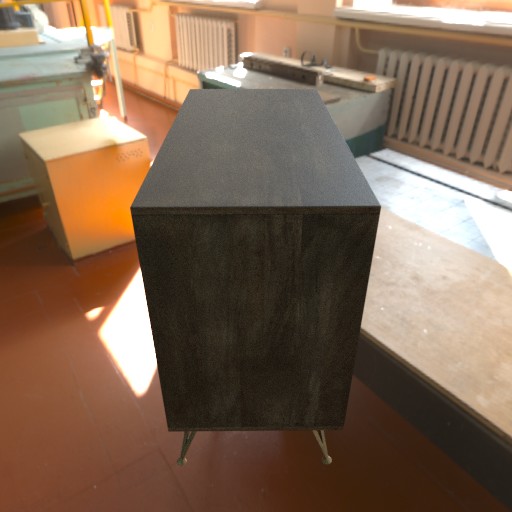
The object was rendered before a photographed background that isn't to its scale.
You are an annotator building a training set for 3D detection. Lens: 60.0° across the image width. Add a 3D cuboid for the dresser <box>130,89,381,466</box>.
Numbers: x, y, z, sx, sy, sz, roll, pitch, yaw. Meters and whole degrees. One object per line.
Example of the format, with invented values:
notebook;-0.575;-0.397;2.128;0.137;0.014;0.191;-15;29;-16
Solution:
dresser;0.000;0.000;1.387;0.453;0.801;0.923;0;33;0
